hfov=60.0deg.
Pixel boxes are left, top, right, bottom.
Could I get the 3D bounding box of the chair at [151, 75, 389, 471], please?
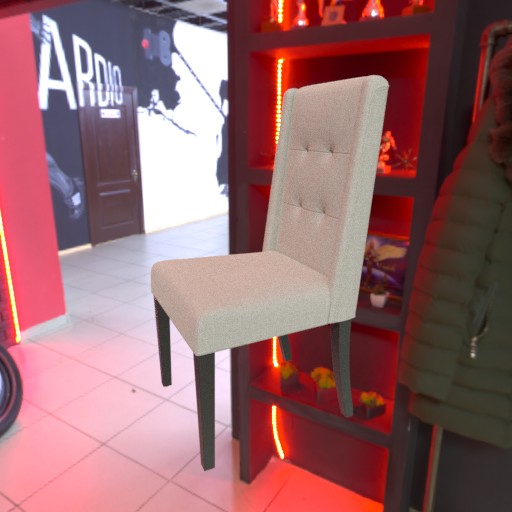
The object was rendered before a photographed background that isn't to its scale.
[{"bbox_3d":[0.000,0.000,1.280,0.523,0.961,0.474,-7,17,-24],"label":"chair"}]
